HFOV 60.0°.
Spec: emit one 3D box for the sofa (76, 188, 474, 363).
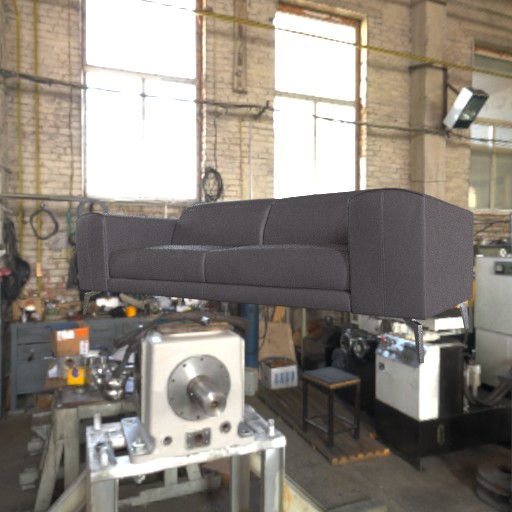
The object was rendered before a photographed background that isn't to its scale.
[{"bbox_3d":[0.000,0.000,2.760,2.330,0.814,1.048,1,1,36],"label":"sofa"}]
